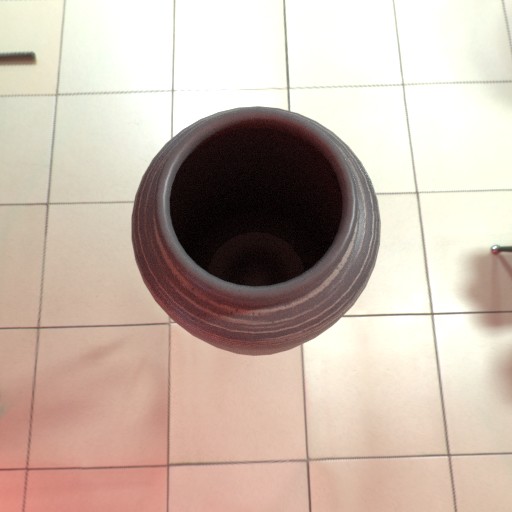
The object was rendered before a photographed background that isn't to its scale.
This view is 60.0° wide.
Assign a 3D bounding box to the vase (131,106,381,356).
[{"bbox_3d":[0.000,0.000,0.677,0.297,0.499,0.297,0,77,0],"label":"vase"}]
